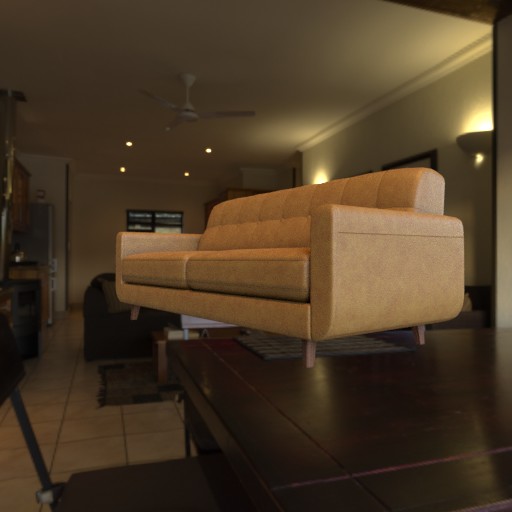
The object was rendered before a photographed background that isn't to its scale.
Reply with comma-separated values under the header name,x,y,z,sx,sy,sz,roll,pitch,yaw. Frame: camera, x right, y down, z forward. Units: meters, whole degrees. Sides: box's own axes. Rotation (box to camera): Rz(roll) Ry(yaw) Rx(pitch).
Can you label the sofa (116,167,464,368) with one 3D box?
name,x,y,z,sx,sy,sz,roll,pitch,yaw
sofa,0.000,0.000,2.694,0.980,0.892,2.137,0,-1,-38
